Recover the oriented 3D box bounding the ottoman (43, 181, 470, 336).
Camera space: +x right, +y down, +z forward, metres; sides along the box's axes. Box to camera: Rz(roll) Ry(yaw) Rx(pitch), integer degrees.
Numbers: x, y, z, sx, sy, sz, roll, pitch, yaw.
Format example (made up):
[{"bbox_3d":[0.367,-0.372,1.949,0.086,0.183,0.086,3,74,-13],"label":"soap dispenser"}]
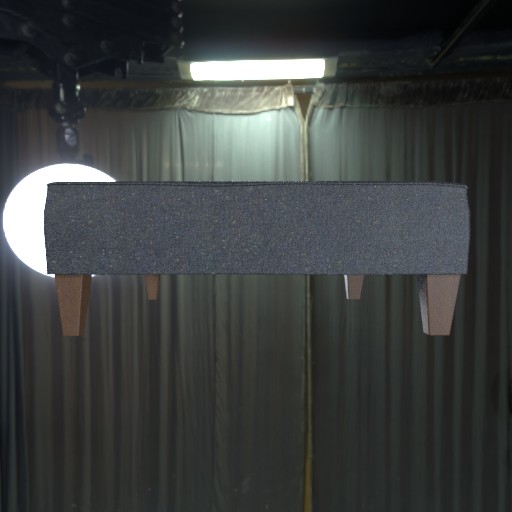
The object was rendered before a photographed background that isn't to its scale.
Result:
[{"bbox_3d":[0.000,0.000,1.511,1.004,0.382,0.968,0,0,-1],"label":"ottoman"}]
